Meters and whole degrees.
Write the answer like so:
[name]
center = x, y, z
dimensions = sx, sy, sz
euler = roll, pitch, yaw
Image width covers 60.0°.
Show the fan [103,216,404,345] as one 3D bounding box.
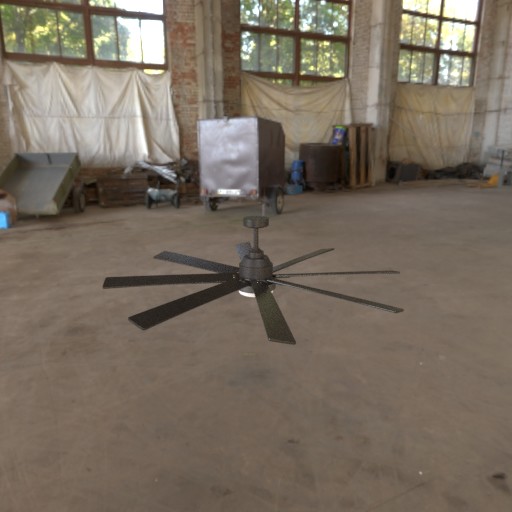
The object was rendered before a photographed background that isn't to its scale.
[fan]
center = 0.000, 0.000, 2.723
dimensions = 1.830, 0.472, 1.830
euler = -2, 15, -7
